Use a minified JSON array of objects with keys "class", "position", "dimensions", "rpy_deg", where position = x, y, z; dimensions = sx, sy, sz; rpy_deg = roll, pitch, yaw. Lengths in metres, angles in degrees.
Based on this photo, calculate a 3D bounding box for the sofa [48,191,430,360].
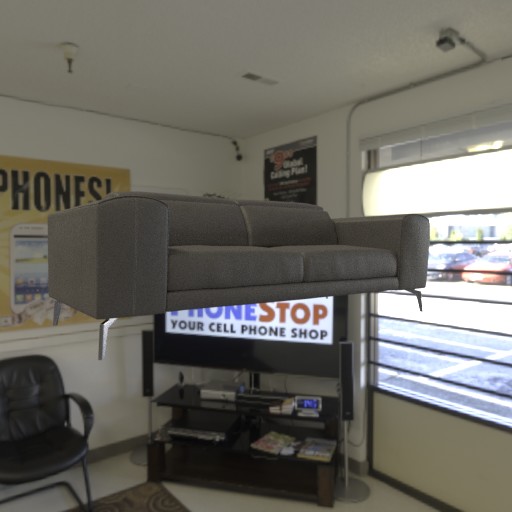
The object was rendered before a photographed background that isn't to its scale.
[{"class":"sofa","position":[0.000,0.000,2.872],"dimensions":[2.330,0.814,1.048],"rpy_deg":[-1,2,-35]}]
